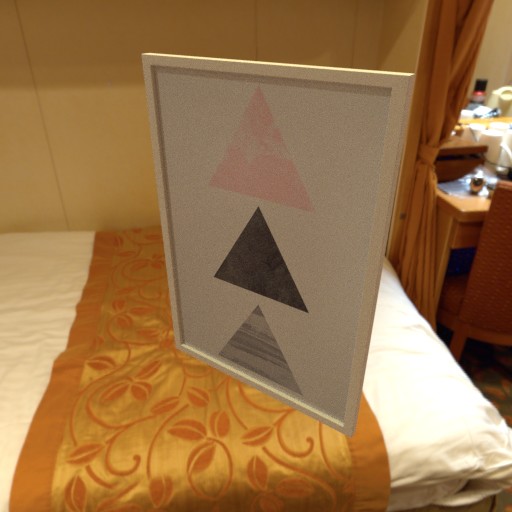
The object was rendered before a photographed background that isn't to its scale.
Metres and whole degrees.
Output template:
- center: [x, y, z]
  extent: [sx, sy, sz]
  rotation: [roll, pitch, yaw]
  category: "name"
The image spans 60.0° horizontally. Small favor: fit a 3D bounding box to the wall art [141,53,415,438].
- center: [0.000, 0.000, 0.537]
  extent: [0.303, 0.433, 0.013]
  rotation: [19, 35, 29]
  category: "wall art"
